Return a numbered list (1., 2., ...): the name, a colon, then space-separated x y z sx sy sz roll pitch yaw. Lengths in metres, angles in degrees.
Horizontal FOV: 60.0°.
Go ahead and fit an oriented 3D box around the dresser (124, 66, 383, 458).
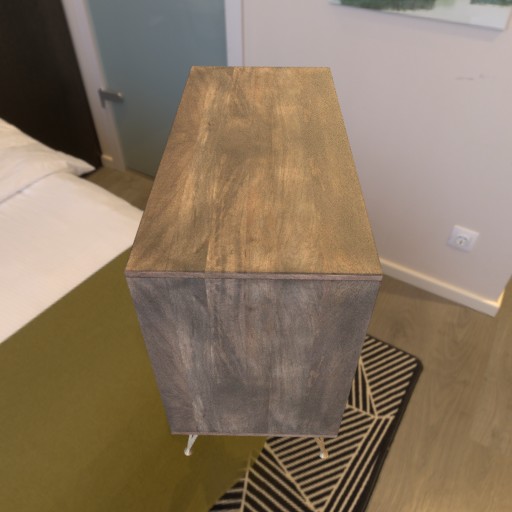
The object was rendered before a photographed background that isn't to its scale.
1. dresser: 0.000 0.000 1.368 0.453 0.801 0.923 1 44 1
